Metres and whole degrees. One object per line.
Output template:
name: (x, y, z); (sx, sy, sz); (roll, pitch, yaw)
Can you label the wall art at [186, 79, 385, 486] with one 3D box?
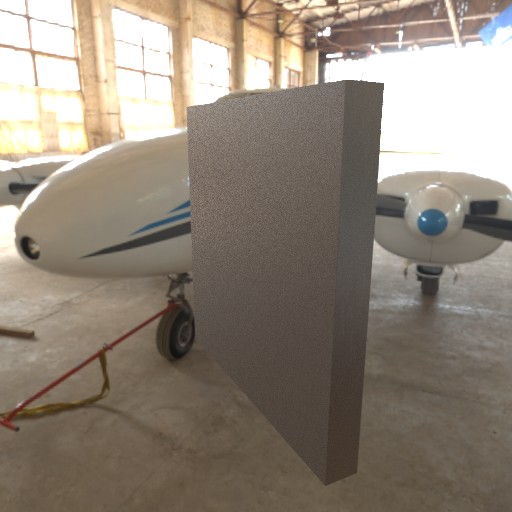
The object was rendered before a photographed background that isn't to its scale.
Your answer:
wall art: (0.000, 0.000, 0.519); (0.038, 0.350, 0.350); (-8, 17, -26)
